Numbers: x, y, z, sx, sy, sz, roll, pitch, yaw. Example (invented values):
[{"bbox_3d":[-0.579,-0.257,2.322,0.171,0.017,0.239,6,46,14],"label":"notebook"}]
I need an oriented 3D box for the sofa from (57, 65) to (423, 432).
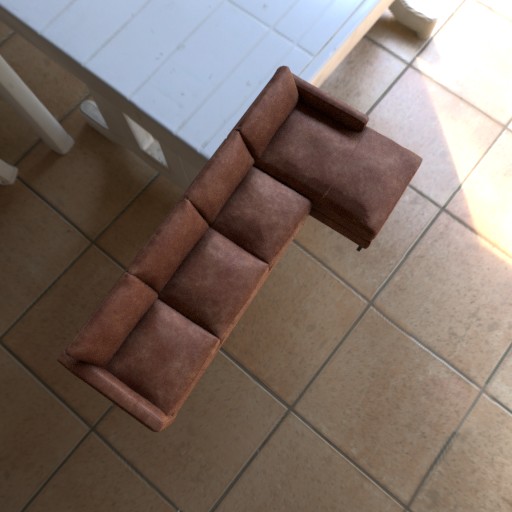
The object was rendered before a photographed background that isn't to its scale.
[{"bbox_3d":[0.000,0.000,3.593,1.471,0.859,2.993,32,77,8],"label":"sofa"}]
